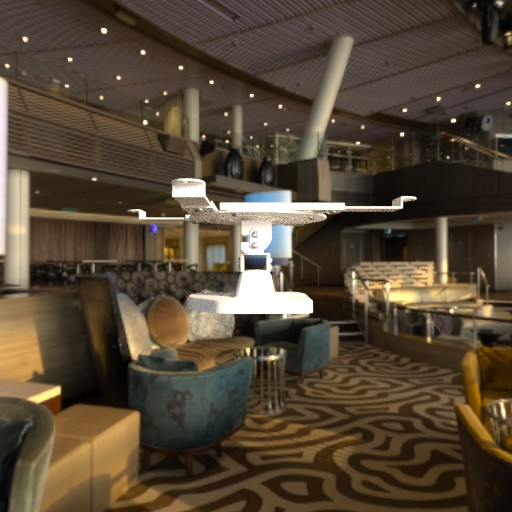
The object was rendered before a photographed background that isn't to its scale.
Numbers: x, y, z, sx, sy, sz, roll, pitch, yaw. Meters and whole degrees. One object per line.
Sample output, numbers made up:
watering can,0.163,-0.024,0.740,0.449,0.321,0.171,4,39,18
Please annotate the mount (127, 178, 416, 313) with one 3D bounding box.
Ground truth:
mount,0.000,0.000,0.616,0.394,0.141,0.394,0,-1,-1
